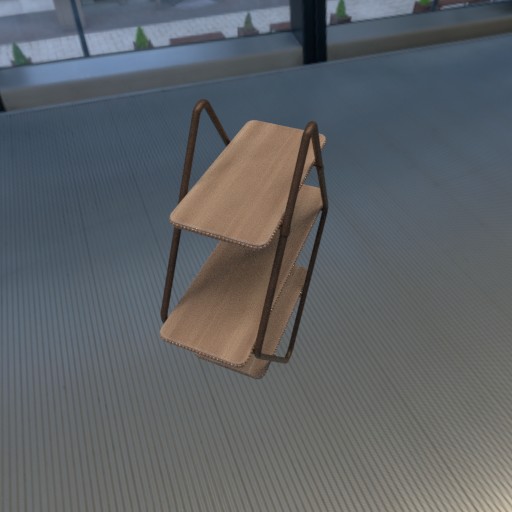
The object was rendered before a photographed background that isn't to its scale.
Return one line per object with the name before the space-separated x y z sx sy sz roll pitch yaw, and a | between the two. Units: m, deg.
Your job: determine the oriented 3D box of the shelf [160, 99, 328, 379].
shelf | 0.000 0.000 1.092 0.234 0.774 0.609 16 48 15
